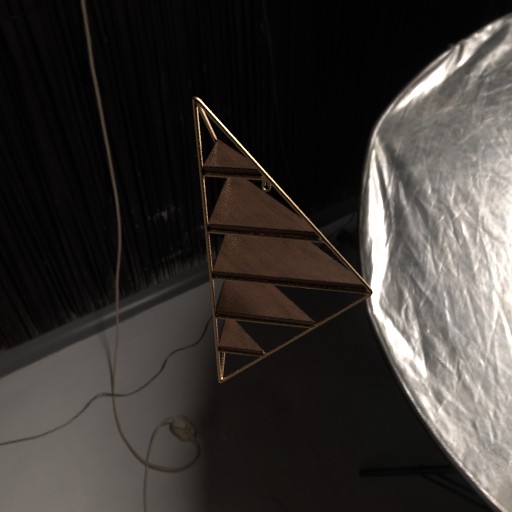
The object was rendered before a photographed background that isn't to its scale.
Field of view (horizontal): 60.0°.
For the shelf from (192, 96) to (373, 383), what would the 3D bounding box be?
[{"bbox_3d":[0.000,0.000,1.179,0.294,0.913,0.564,-26,47,-27],"label":"shelf"}]
